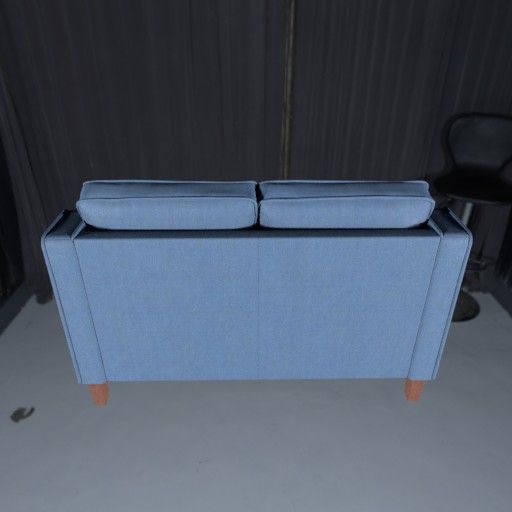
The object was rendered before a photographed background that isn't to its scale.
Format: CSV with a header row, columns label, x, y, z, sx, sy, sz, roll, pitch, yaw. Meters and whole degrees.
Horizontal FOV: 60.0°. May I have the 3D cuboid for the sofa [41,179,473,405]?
label,x,y,z,sx,sy,sz,roll,pitch,yaw
sofa,0.000,0.000,2.116,1.501,0.971,0.987,0,29,-1
